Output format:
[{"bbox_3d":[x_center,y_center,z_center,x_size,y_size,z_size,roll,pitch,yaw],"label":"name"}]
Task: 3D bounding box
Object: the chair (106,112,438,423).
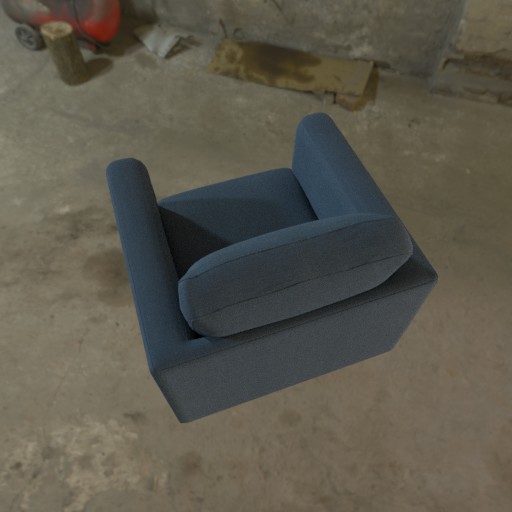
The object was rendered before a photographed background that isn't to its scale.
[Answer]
[{"bbox_3d":[0.000,0.000,1.590,0.855,0.922,0.820,-16,58,-11],"label":"chair"}]
